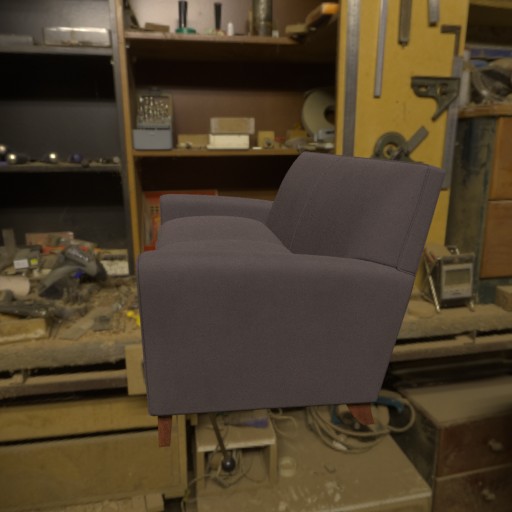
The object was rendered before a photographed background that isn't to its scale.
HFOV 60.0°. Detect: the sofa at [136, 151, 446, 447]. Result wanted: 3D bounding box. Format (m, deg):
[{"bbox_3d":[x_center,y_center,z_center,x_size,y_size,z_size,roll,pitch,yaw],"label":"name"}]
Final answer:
[{"bbox_3d":[0.000,0.000,1.925,0.871,0.846,1.420,-2,15,-9],"label":"sofa"}]
